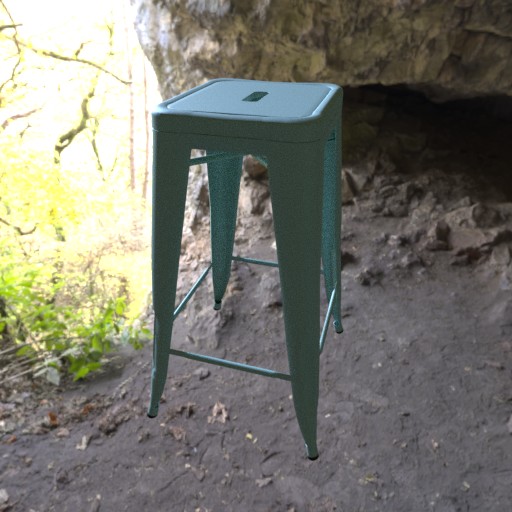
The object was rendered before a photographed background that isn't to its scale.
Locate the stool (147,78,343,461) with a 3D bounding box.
[{"bbox_3d":[0.000,0.000,0.874,0.359,0.609,0.399,9,32,14],"label":"stool"}]
